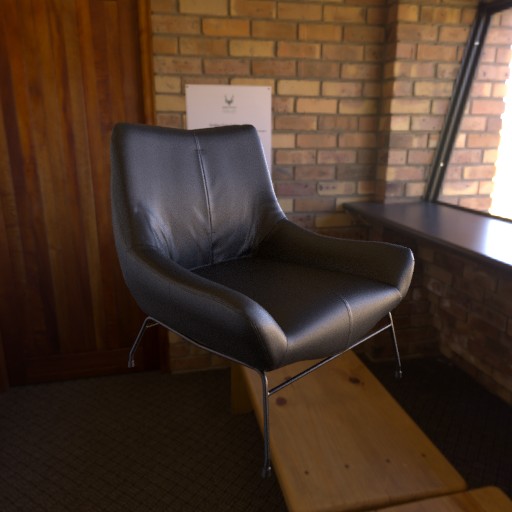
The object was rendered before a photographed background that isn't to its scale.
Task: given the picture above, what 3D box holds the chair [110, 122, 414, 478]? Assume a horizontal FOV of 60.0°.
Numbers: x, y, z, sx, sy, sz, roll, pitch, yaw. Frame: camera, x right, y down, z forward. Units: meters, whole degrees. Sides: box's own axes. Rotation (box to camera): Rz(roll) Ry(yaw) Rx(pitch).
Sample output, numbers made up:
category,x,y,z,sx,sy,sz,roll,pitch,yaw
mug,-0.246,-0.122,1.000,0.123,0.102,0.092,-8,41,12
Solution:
category,x,y,z,sx,sy,sz,roll,pitch,yaw
chair,0.000,0.000,1.583,0.836,0.922,0.826,-15,21,-43
